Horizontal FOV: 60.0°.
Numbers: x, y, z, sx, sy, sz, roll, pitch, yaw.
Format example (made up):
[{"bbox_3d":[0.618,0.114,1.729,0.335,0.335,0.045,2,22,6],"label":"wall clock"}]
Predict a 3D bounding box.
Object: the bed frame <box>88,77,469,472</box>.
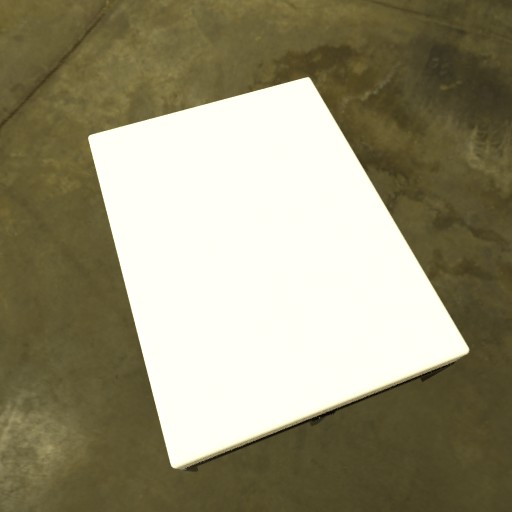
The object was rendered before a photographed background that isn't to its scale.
[{"bbox_3d":[0.000,0.000,2.791,1.557,0.659,2.072,-18,65,-9],"label":"bed frame"}]
